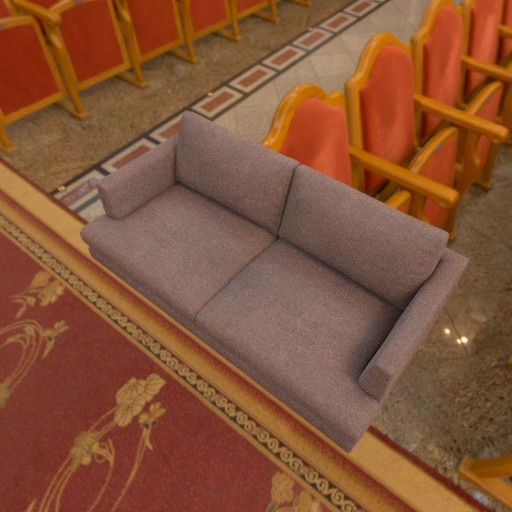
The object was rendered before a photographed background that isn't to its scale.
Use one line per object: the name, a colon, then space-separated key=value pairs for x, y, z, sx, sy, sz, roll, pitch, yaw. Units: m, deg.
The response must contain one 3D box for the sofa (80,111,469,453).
sofa: x=0.000 y=0.000 z=2.506 sx=1.948 sy=0.868 sz=1.020 roll=31 pitch=55 yaw=25
